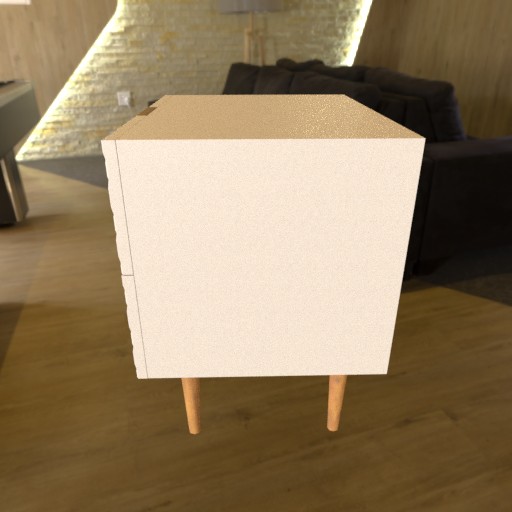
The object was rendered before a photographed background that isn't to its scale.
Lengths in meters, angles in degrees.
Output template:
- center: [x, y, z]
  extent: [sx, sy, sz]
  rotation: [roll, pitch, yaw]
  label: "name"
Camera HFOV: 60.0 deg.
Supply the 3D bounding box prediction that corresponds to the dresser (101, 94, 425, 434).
- center: [0.000, 0.000, 0.902]
  extent: [0.414, 0.568, 0.503]
  rotation: [-1, 26, -1]
  label: "dresser"
